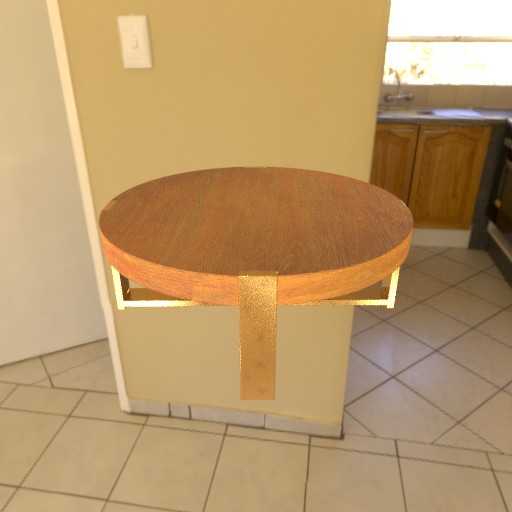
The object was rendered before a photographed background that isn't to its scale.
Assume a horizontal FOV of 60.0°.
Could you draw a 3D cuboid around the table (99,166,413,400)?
[{"bbox_3d":[0.000,0.000,1.724,1.100,0.420,1.100,0,26,0],"label":"table"}]
